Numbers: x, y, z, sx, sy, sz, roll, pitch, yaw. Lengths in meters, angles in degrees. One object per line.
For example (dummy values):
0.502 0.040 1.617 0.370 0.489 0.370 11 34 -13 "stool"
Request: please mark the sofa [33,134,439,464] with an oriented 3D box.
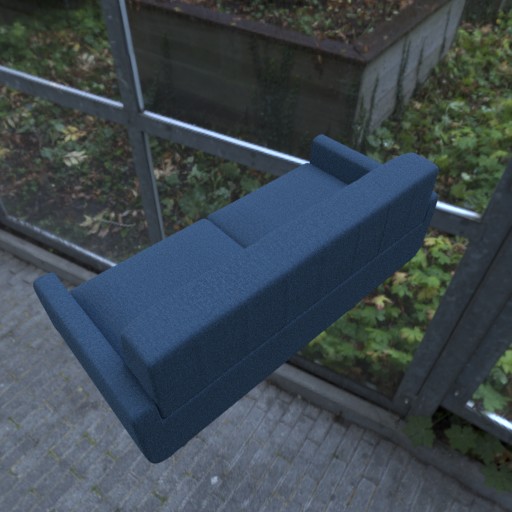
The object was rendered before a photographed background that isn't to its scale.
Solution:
0.000 0.000 2.458 2.055 0.884 0.942 -32 54 -28 "sofa"
